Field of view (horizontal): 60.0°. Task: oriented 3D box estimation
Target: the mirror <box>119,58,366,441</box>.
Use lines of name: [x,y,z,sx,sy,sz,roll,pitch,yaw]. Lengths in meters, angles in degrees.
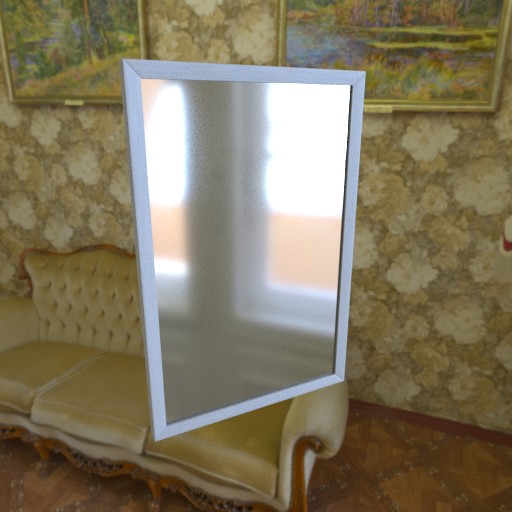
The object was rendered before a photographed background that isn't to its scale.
mirror: [0.000,0.000,1.158,0.609,0.915,0.040,-9,20,-25]
